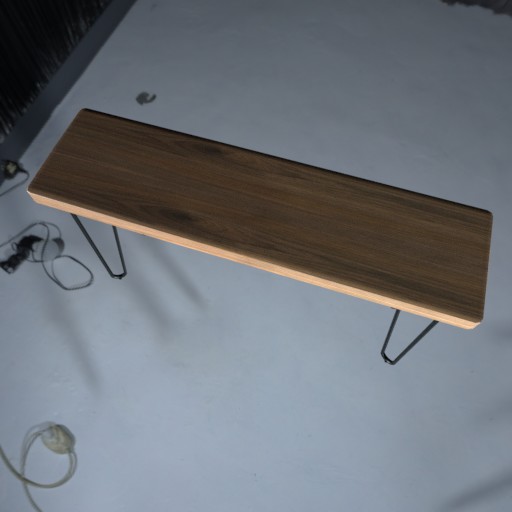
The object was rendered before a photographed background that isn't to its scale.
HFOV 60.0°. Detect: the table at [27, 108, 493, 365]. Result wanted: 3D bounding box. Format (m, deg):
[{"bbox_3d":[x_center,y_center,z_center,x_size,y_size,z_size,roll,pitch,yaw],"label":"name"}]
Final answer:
[{"bbox_3d":[0.000,0.000,1.901,1.570,0.834,0.425,16,64,8],"label":"table"}]
